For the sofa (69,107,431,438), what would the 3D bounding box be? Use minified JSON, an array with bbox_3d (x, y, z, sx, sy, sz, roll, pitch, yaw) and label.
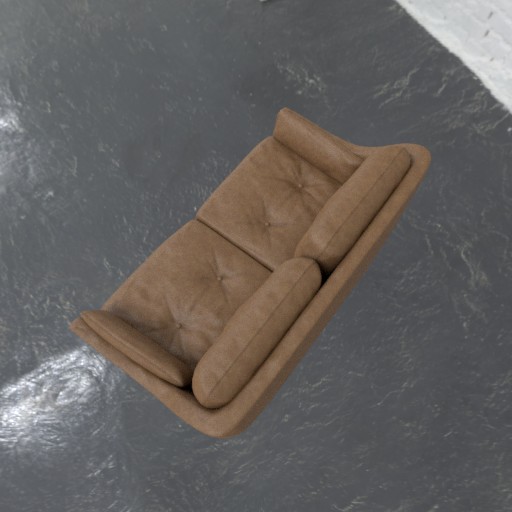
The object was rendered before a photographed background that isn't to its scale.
[{"bbox_3d":[0.000,0.000,2.334,0.981,0.886,1.731,35,69,15],"label":"sofa"}]
